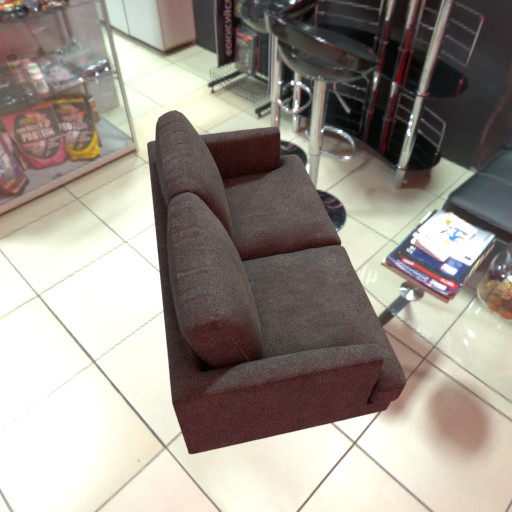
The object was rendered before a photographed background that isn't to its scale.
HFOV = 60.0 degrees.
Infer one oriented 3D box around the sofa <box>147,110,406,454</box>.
[{"bbox_3d":[0.000,0.000,2.175,0.903,0.956,1.582,-9,49,-8],"label":"sofa"}]
